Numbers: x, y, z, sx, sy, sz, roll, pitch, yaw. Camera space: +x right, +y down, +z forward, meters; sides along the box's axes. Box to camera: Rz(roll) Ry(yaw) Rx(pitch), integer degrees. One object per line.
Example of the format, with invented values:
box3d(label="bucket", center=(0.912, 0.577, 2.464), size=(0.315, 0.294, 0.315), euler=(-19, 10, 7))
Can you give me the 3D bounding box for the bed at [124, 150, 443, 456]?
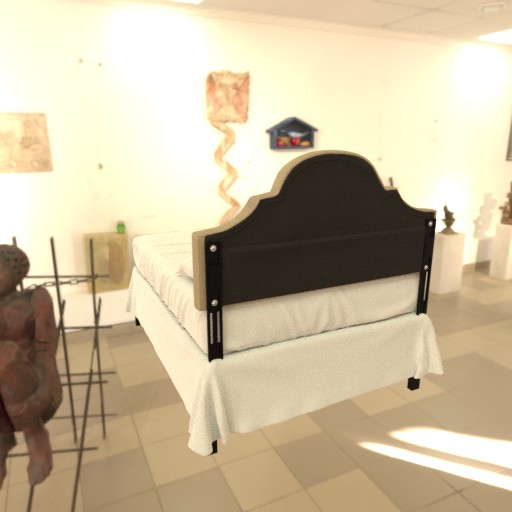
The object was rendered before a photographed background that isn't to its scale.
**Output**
box3d(label="bed", center=(0.000, 0.000, 3.400), size=(1.780, 1.634, 2.222), euler=(-7, 17, -25))
